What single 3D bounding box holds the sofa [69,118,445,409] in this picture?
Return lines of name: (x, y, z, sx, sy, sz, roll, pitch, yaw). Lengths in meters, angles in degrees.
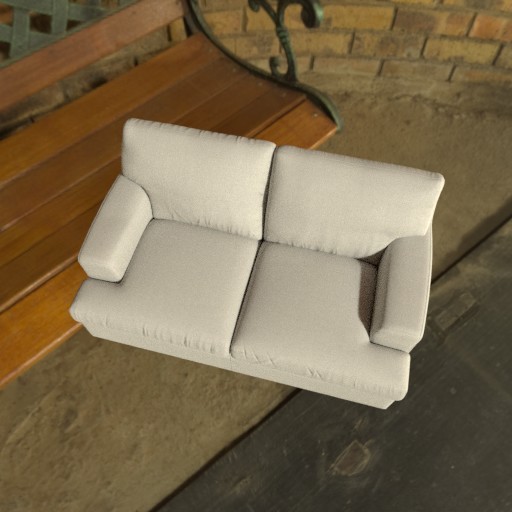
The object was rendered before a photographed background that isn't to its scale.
sofa: (0.000, 0.000, 2.509, 1.880, 0.940, 1.143, 12, 59, 7)
